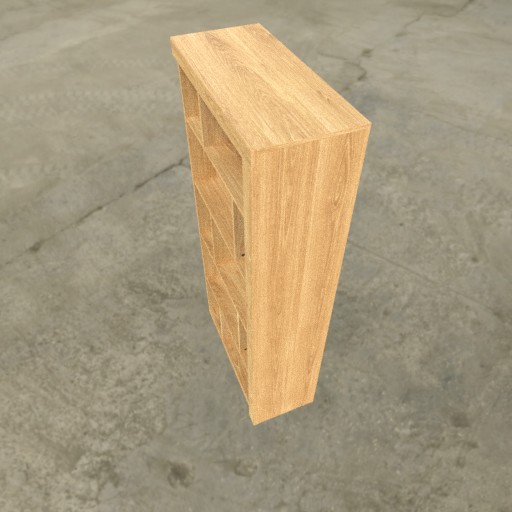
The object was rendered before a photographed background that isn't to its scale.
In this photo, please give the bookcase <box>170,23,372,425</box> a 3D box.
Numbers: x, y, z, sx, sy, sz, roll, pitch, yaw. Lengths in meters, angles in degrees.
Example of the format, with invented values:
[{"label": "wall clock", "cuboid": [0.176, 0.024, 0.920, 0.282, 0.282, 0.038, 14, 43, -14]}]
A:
[{"label": "bookcase", "cuboid": [0.000, 0.000, 2.416, 0.420, 2.020, 0.950, -17, 49, -15]}]
